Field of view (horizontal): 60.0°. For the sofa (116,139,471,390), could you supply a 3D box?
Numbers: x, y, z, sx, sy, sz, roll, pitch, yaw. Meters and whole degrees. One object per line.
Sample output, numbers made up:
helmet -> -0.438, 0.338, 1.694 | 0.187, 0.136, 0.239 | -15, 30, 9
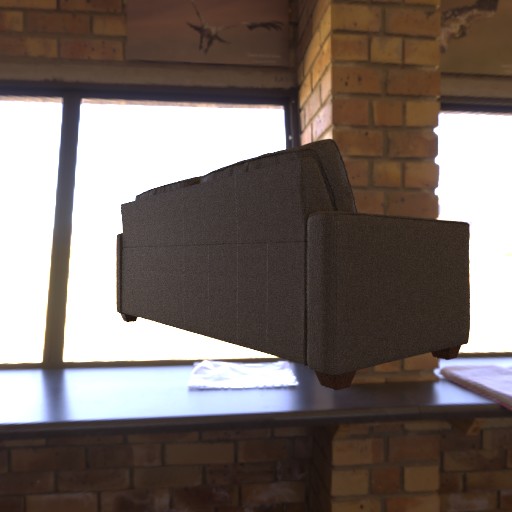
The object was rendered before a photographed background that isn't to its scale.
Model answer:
sofa -> 0.000, 0.000, 2.543 | 0.940, 0.919, 2.080 | 0, 0, -37
